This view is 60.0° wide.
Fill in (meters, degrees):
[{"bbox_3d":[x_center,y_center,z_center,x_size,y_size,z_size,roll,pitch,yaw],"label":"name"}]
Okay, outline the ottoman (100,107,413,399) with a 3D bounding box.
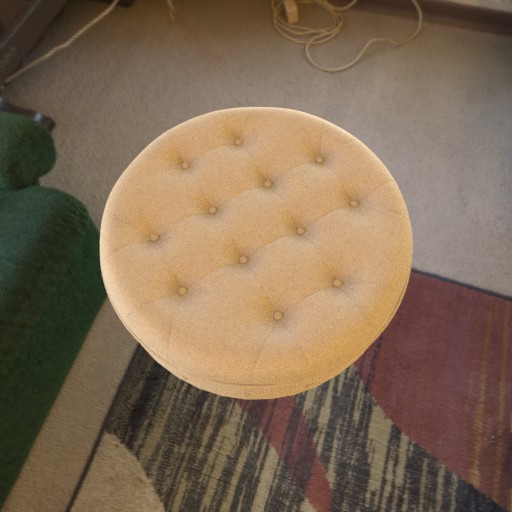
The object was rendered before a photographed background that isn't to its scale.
[{"bbox_3d":[0.000,0.000,1.364,0.849,0.478,0.849,0,64,0],"label":"ottoman"}]
